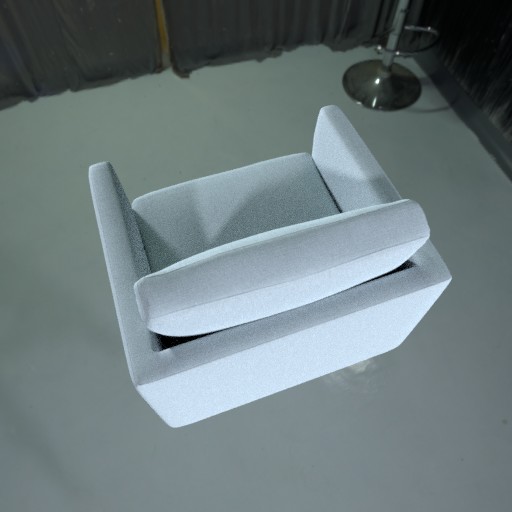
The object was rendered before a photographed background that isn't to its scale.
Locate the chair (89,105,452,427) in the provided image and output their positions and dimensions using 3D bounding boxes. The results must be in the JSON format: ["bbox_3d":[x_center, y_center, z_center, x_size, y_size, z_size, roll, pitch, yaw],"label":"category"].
[{"bbox_3d":[0.000,0.000,1.829,1.107,0.961,0.953,-17,60,-10],"label":"chair"}]
